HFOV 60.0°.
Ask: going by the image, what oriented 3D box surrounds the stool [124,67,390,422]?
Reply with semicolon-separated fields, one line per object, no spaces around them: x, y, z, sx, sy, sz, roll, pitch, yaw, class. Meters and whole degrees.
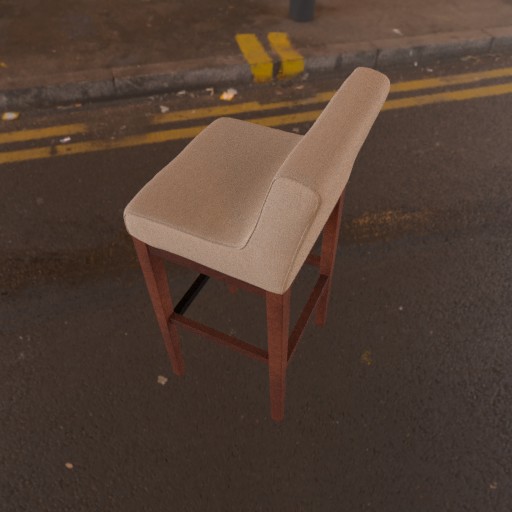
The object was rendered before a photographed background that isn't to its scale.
0.000;0.000;1.343;0.500;1.037;0.511;19;49;17;stool
